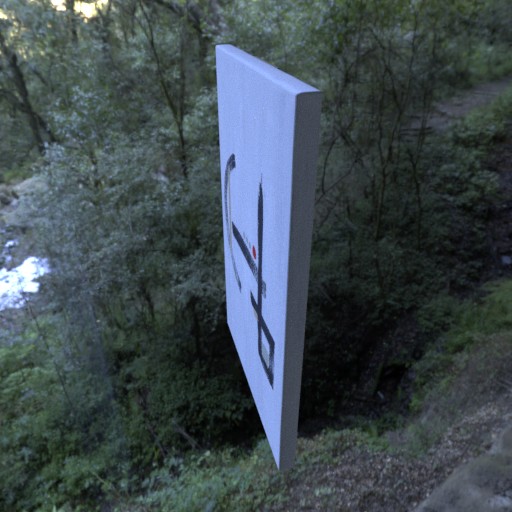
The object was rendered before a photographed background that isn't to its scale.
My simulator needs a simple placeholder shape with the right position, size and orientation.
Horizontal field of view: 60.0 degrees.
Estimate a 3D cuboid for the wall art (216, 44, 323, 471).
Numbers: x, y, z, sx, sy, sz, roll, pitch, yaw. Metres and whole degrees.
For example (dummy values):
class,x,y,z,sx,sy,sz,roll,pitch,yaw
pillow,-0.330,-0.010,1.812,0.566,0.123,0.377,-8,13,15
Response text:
class,x,y,z,sx,sy,sz,roll,pitch,yaw
wall art,0.000,0.000,1.129,0.048,0.916,0.602,-8,33,-13
